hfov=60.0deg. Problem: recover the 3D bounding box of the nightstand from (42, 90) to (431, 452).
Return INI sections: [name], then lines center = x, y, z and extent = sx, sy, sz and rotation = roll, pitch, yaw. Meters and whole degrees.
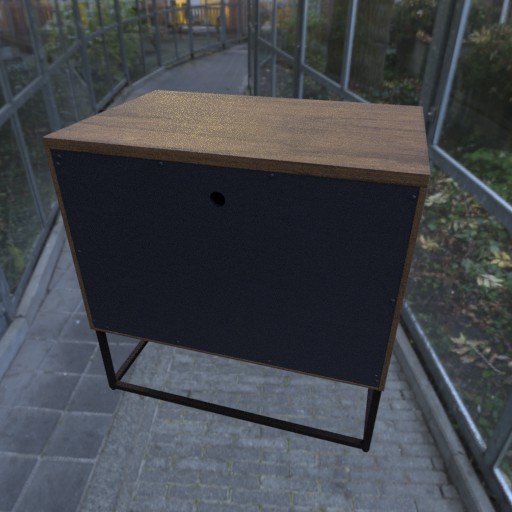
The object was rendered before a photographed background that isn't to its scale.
[nightstand]
center = 0.000, 0.000, 0.994
extent = 0.610, 0.610, 0.437
rotation = 9, 32, 14
